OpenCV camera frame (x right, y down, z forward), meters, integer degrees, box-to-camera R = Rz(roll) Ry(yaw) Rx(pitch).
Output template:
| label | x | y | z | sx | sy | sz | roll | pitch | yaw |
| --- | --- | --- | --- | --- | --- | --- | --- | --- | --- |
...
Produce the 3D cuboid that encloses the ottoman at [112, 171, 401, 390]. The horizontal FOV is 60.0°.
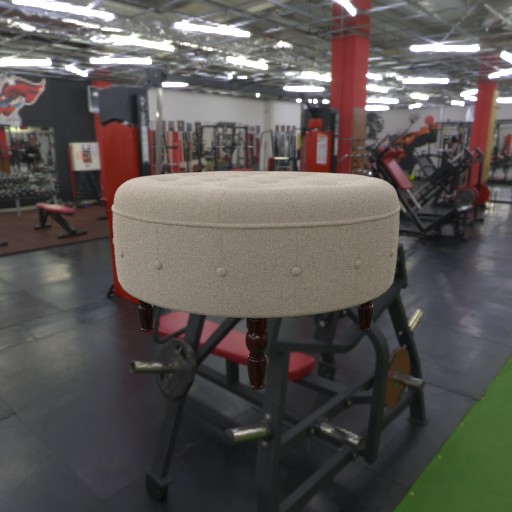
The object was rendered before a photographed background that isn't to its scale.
| label | x | y | z | sx | sy | sz | roll | pitch | yaw |
| --- | --- | --- | --- | --- | --- | --- | --- | --- | --- |
| ottoman | 0.000 | 0.000 | 1.403 | 0.848 | 0.494 | 0.848 | 0 | 14 | 0 |
